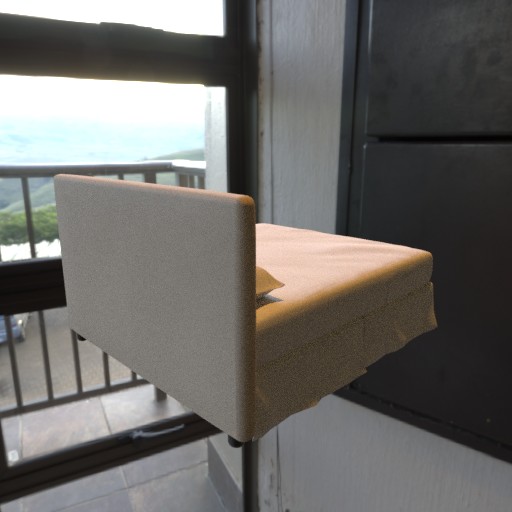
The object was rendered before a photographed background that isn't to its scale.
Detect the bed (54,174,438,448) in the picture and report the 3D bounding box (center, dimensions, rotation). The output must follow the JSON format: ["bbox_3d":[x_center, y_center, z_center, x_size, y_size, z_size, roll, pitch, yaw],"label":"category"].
[{"bbox_3d":[0.000,0.000,3.543,2.119,1.317,2.319,14,20,43],"label":"bed"}]
